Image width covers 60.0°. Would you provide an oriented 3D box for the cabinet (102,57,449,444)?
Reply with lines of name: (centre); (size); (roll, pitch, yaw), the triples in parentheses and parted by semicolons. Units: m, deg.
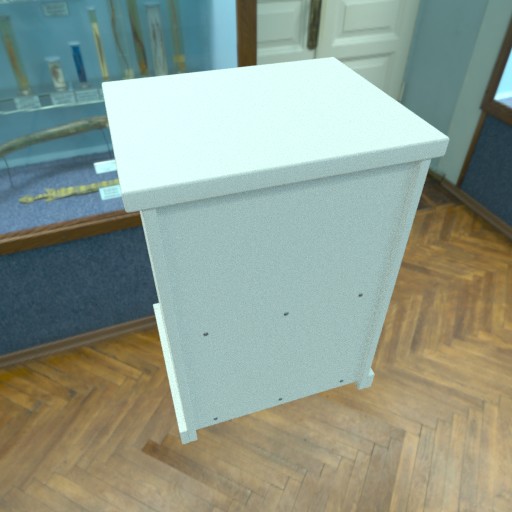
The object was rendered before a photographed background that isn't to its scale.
cabinet: (0.000, 0.000, 1.045); (0.520, 0.723, 0.431); (-12, 43, -14)
